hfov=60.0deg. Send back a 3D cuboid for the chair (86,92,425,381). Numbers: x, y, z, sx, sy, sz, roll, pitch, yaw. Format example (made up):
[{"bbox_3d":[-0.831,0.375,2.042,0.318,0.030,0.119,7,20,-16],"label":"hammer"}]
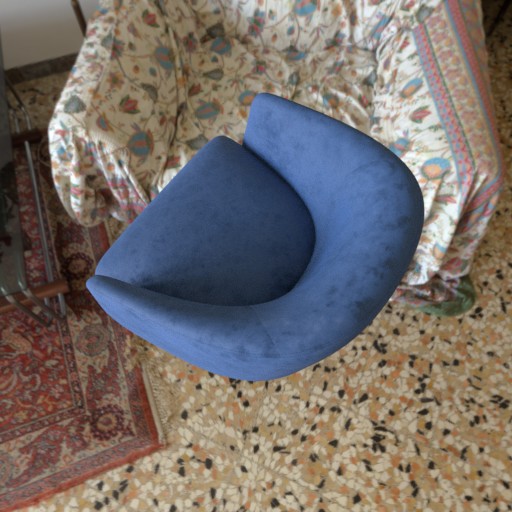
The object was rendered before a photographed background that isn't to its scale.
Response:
[{"bbox_3d":[0.000,0.000,1.338,0.767,0.698,0.773,31,67,15],"label":"chair"}]
